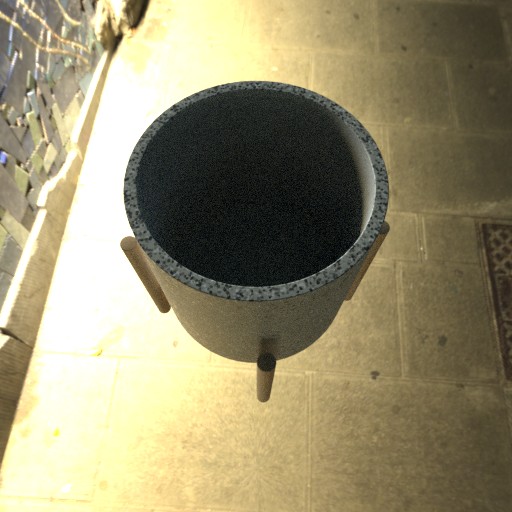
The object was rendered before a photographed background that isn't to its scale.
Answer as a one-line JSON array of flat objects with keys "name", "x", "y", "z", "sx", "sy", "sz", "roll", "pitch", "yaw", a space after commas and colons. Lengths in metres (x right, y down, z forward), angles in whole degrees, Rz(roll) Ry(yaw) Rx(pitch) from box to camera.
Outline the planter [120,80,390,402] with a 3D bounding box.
[{"name": "planter", "x": 0.000, "y": 0.000, "z": 0.697, "sx": 0.360, "sy": 0.419, "sz": 0.360, "roll": 17, "pitch": 65, "yaw": 8}]
